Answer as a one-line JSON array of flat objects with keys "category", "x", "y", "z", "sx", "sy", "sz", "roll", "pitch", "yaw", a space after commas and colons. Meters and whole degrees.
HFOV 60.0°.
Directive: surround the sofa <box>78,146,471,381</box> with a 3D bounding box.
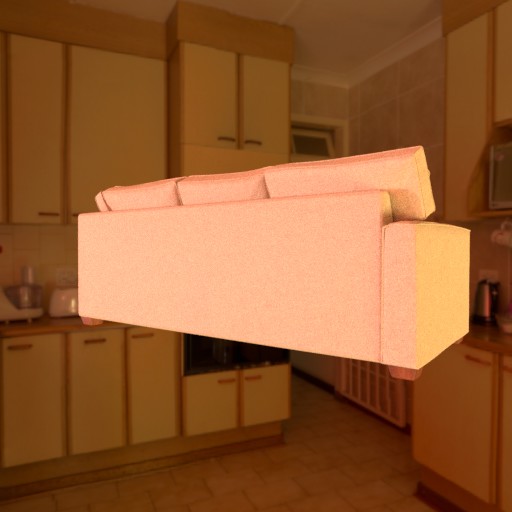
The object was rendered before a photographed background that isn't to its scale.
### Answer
[{"category": "sofa", "x": 0.000, "y": 0.000, "z": 2.800, "sx": 2.317, "sy": 0.962, "sz": 1.061, "roll": 1, "pitch": 1, "yaw": 36}]
